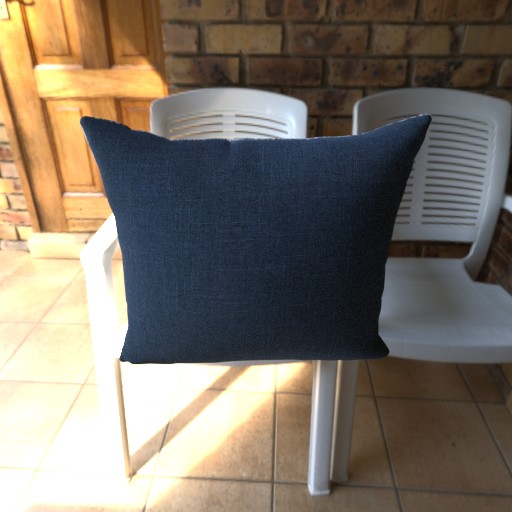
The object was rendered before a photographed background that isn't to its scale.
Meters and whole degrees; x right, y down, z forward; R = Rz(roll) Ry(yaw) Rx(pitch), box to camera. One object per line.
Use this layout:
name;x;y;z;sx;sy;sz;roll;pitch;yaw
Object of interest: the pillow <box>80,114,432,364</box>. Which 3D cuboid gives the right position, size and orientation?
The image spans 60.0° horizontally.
pillow;0.000;0.000;0.785;0.546;0.487;0.180;-1;29;-2
